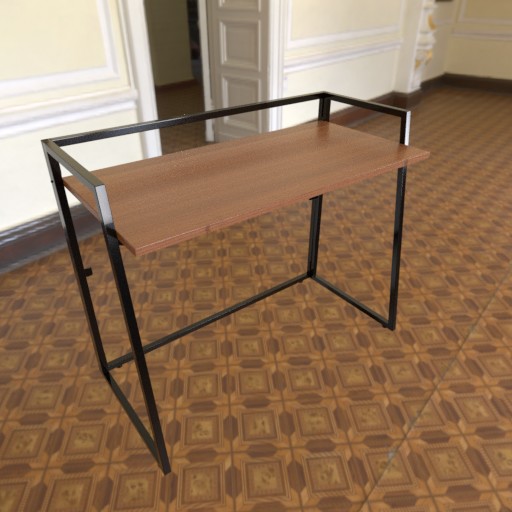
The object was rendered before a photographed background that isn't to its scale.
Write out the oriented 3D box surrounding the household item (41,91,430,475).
[{"bbox_3d":[0.000,0.000,1.493,1.050,0.860,0.510,-22,38,-31],"label":"household item"}]
